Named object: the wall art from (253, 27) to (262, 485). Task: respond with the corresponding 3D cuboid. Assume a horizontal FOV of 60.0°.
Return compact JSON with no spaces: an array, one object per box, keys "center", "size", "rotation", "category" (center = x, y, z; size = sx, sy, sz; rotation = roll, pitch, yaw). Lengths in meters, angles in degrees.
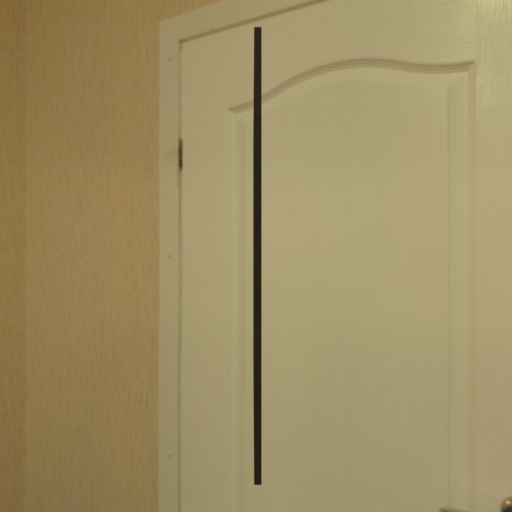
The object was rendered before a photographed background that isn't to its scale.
[{"center":[0.000,0.000,1.209],"size":[0.013,0.823,0.823],"rotation":[0,0,0],"category":"wall art"}]
